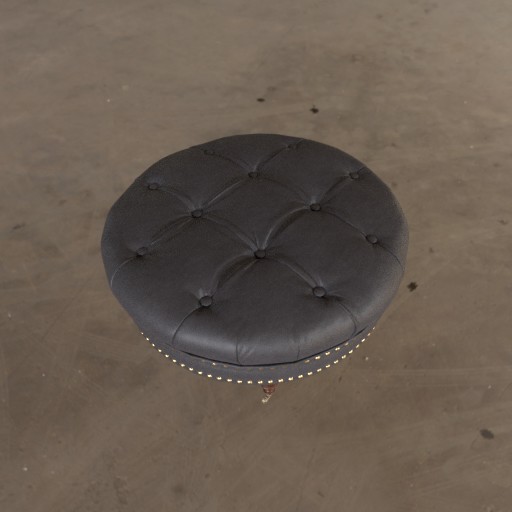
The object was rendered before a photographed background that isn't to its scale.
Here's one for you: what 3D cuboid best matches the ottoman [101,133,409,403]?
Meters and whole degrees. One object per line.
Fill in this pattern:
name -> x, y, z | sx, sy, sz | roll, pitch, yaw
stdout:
ottoman -> 0.000, 0.000, 1.422 | 0.901, 0.439, 0.901 | 0, 47, 0
